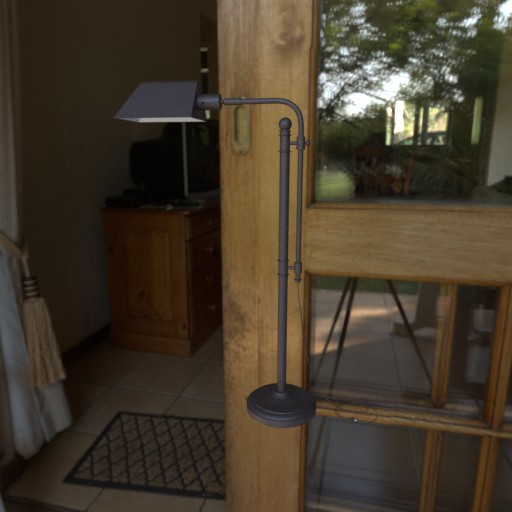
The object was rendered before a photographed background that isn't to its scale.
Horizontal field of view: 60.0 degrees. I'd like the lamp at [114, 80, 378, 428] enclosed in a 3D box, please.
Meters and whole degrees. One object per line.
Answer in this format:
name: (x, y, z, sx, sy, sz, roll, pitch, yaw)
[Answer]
lamp: (0.000, 0.000, 0.944, 0.545, 0.708, 0.159, 2, 13, 9)
